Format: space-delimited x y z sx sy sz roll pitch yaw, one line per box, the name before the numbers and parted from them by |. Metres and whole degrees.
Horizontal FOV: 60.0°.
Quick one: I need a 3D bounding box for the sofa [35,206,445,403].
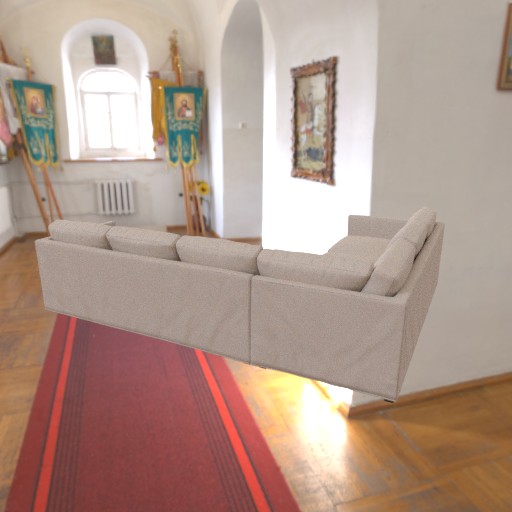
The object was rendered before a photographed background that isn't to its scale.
sofa | 0.000 0.000 4.328 3.182 0.871 2.432 8 19 26
